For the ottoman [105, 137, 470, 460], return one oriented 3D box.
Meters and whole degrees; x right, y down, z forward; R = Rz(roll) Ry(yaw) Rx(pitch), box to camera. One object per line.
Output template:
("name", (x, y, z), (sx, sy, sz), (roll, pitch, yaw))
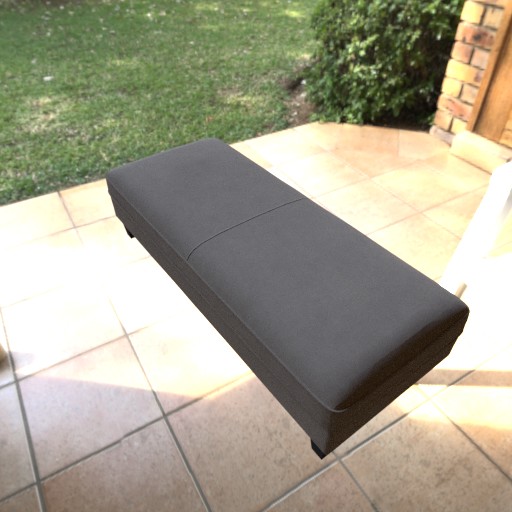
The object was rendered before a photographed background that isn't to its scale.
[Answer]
("ottoman", (0.000, 0.000, 2.050), (0.735, 0.460, 1.726), (-26, 47, -27))
